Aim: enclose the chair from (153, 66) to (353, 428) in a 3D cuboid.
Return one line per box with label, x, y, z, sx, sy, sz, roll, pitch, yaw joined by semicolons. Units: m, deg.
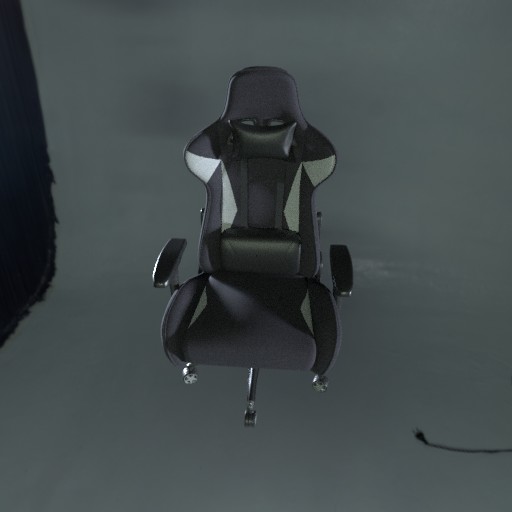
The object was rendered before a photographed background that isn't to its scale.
chair;0.000;0.000;1.742;0.730;1.300;0.695;2;31;4
